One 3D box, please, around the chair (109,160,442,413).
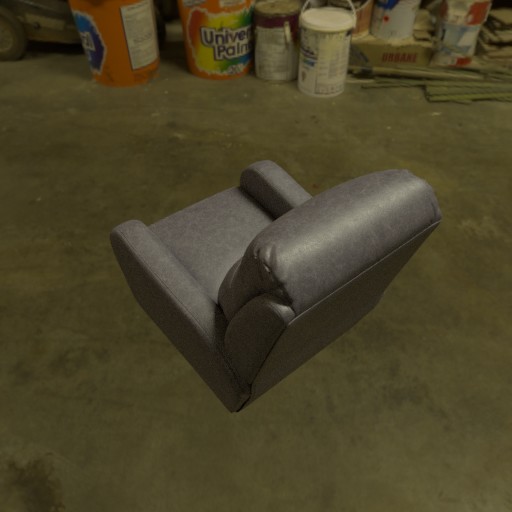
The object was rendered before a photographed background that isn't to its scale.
[{"bbox_3d":[0.000,0.000,1.803,0.865,1.067,1.067,-30,53,-26],"label":"chair"}]
